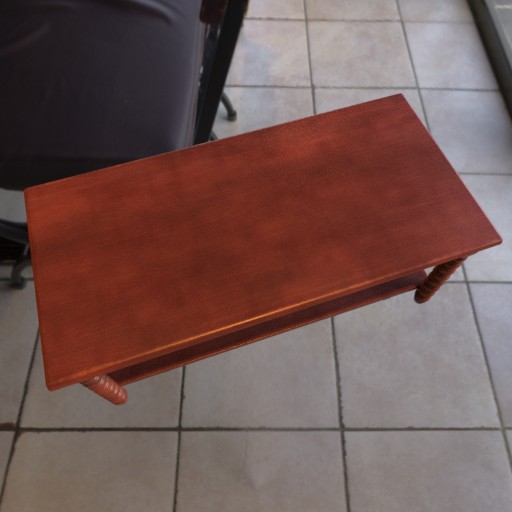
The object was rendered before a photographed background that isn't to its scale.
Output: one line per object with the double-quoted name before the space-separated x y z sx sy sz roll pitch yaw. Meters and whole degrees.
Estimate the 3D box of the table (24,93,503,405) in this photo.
"table" 0.000 0.000 1.399 1.171 0.485 0.580 -17 63 -9
